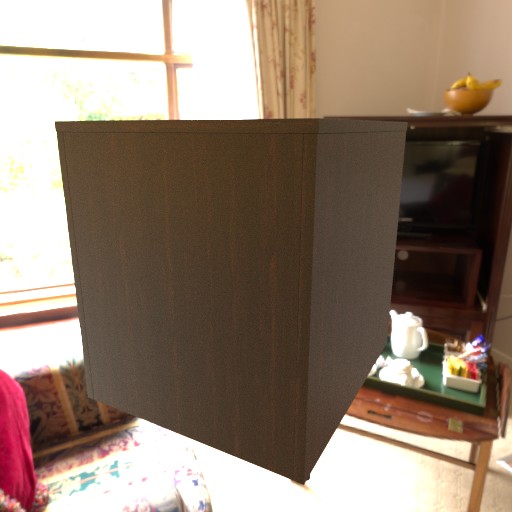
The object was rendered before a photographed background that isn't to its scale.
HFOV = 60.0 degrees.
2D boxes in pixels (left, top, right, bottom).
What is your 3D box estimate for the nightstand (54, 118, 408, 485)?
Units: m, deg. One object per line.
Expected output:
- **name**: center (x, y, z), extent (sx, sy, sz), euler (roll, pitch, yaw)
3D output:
- **nightstand**: center (0.000, 0.000, 0.793), extent (0.400, 0.460, 0.461), euler (9, 18, 28)
